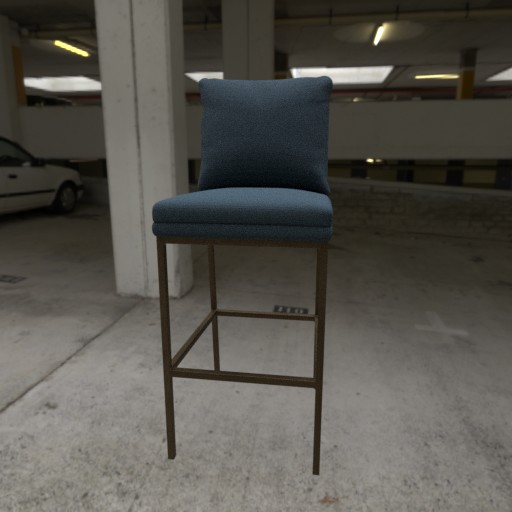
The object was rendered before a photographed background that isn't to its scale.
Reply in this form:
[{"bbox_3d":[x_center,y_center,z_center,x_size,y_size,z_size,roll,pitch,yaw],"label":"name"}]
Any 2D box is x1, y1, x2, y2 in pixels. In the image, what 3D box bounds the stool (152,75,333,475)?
[{"bbox_3d":[0.000,0.000,1.406,0.463,1.124,0.568,2,13,9],"label":"stool"}]
